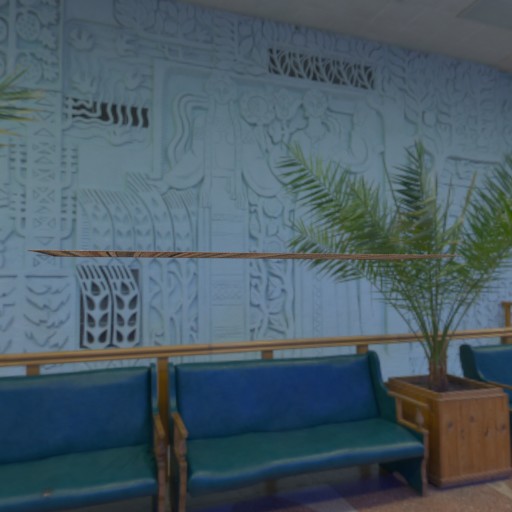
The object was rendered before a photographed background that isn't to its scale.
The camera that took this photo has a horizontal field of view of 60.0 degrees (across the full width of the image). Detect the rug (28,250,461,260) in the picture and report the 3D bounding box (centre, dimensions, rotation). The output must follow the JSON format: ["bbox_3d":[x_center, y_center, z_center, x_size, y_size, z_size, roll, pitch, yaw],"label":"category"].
[{"bbox_3d":[0.000,0.000,2.777,2.444,0.010,0.799,1,-2,-17],"label":"rug"}]
